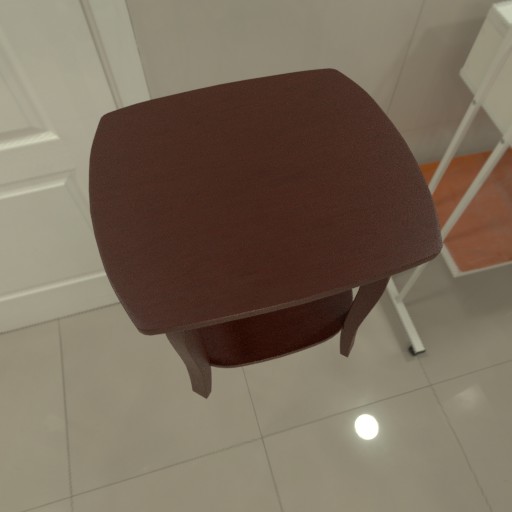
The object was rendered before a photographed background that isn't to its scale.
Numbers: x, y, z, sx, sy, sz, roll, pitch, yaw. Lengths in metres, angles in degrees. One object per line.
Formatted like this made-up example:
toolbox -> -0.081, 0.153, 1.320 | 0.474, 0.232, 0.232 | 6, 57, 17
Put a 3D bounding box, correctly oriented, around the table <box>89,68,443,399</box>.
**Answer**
table -> 0.000, 0.000, 0.892 | 0.502, 0.496, 0.433 | -14, 61, -8
